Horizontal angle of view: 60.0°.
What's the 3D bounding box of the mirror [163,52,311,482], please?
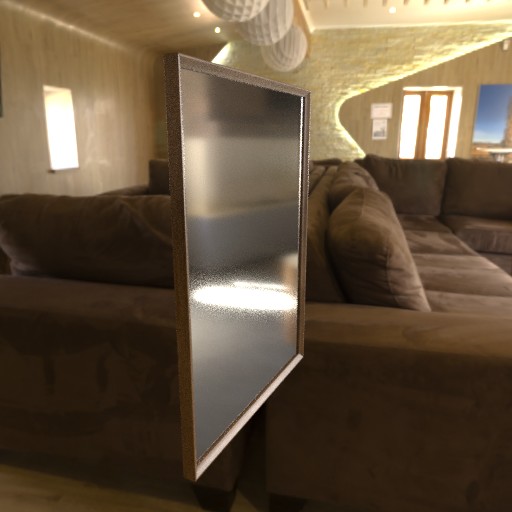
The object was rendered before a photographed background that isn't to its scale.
[{"bbox_3d":[0.000,0.000,1.345,0.041,1.016,0.762,7,16,26],"label":"mirror"}]
